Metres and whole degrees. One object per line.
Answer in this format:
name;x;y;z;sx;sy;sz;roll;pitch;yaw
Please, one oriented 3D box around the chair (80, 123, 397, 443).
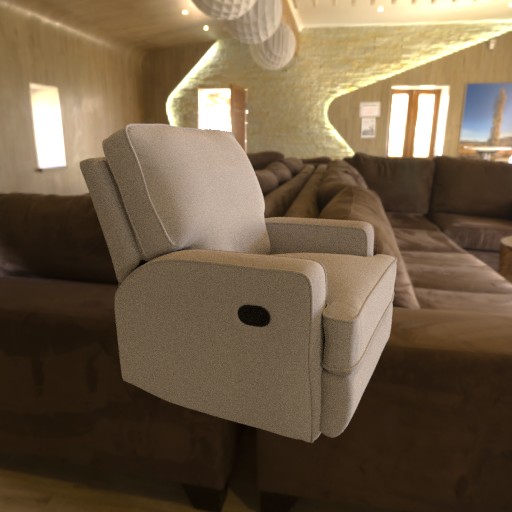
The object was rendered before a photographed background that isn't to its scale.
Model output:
chair;0.000;0.000;1.690;0.969;0.964;0.861;7;16;25
